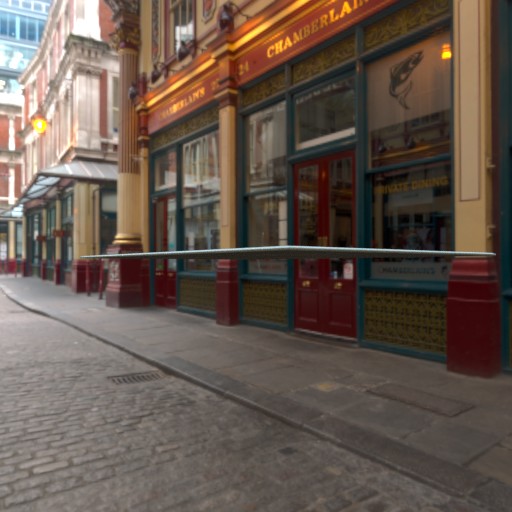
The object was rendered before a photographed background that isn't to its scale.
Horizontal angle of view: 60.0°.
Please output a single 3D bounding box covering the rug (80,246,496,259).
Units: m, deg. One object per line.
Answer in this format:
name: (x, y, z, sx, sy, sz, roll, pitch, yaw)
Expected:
rug: (0.000, 0.000, 2.278, 1.219, 0.012, 1.840, 1, -1, -38)
